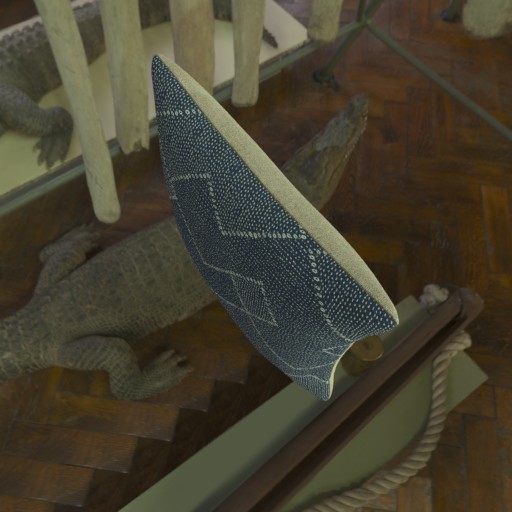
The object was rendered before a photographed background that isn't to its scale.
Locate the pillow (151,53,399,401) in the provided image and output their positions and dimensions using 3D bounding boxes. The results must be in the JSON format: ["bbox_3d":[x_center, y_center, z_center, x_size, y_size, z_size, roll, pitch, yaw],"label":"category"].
[{"bbox_3d":[0.000,0.000,0.664,0.148,0.428,0.435,-33,69,-15],"label":"pillow"}]
